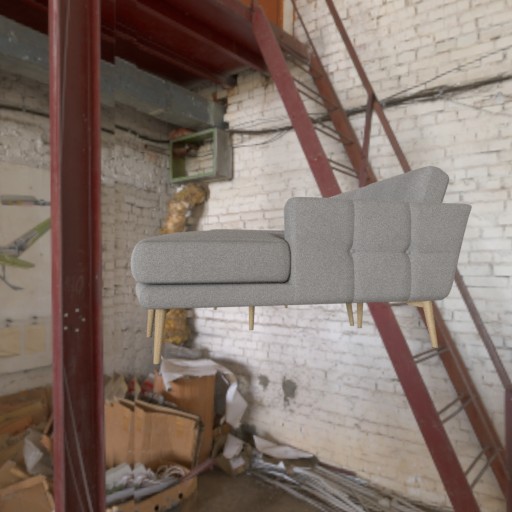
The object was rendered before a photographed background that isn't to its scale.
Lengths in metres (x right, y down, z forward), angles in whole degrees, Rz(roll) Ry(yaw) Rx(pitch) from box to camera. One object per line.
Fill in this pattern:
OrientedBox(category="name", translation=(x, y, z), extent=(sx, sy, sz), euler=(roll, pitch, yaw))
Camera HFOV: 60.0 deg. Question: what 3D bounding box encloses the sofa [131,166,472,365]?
OrientedBox(category="sofa", translation=(0.000, 0.000, 2.793), extent=(1.530, 0.860, 2.040), euler=(0, -1, -16))
